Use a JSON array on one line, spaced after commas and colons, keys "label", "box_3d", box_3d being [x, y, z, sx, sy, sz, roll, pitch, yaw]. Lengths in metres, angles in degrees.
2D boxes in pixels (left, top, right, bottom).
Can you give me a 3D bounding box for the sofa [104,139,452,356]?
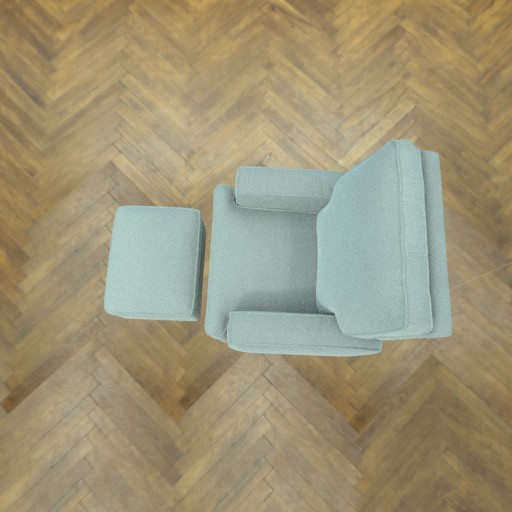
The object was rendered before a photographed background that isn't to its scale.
[{"label": "sofa", "box_3d": [0.000, 0.000, 2.069, 1.472, 0.959, 0.861, 2, 75, 1]}]
